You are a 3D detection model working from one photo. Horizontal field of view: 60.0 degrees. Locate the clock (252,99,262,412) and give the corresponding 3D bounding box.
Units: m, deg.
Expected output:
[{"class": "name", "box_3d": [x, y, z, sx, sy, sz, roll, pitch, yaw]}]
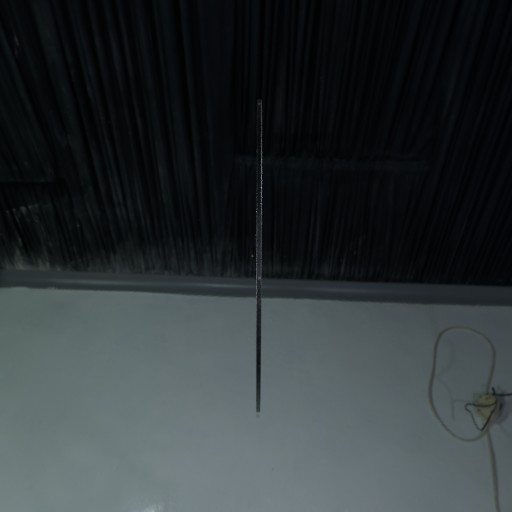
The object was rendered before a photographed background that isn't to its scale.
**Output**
[{"class": "clock", "box_3d": [0.000, 0.000, 1.267, 0.025, 0.843, 0.843, 0, 41, 0]}]
